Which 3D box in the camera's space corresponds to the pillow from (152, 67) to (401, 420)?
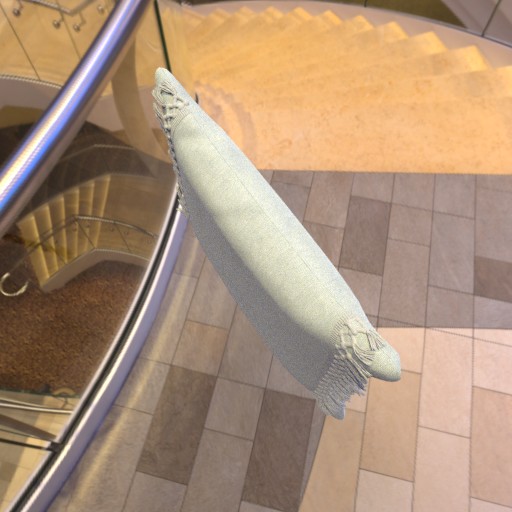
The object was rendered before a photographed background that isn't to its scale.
[{"bbox_3d":[0.000,0.000,0.604,0.084,0.305,0.466,-30,66,-14],"label":"pillow"}]
